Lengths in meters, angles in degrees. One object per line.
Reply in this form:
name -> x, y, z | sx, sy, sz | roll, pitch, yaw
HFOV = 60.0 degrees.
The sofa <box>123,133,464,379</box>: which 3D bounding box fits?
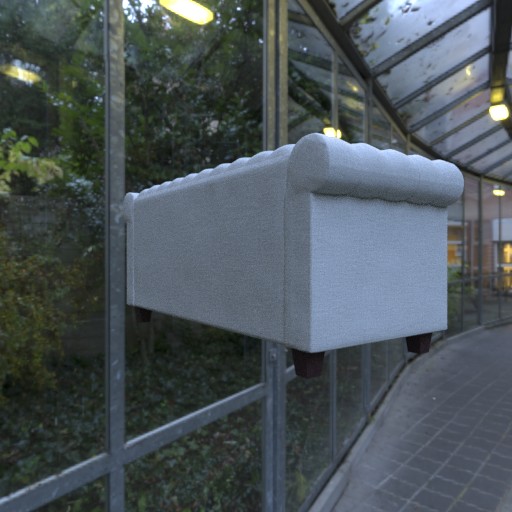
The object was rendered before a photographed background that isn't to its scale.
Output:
sofa -> 0.000, 0.000, 2.257 | 0.783, 0.797, 1.798 | 0, 0, -36
